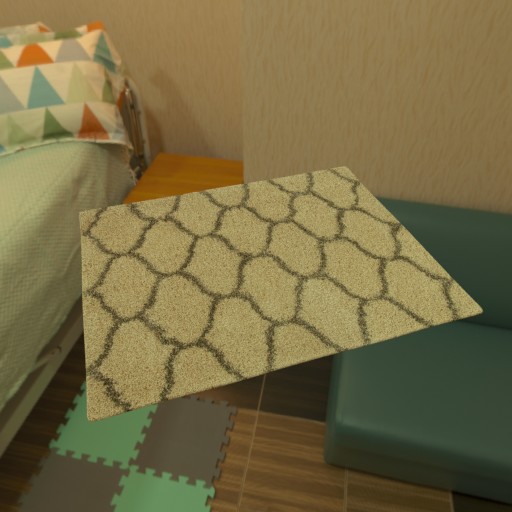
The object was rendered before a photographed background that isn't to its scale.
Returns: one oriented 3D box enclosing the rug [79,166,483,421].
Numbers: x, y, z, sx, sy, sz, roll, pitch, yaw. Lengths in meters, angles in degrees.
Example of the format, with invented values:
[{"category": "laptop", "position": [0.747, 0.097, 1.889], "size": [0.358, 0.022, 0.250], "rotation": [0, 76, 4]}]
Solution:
[{"category": "rug", "position": [0.000, 0.000, 3.990], "size": [3.000, 0.026, 2.399], "rotation": [-12, 42, -14]}]
